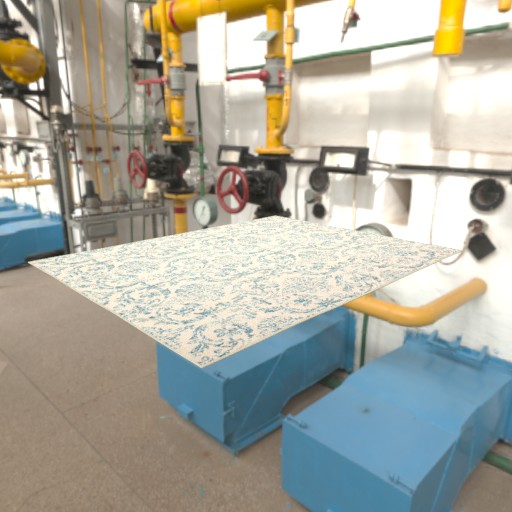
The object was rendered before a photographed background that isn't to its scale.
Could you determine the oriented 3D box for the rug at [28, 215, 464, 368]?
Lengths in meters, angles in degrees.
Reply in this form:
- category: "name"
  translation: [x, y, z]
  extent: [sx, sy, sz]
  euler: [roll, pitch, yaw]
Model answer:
- category: "rug"
  translation: [0.000, 0.000, 3.852]
  extent: [2.980, 0.012, 2.363]
  euler: [-15, 22, -42]
